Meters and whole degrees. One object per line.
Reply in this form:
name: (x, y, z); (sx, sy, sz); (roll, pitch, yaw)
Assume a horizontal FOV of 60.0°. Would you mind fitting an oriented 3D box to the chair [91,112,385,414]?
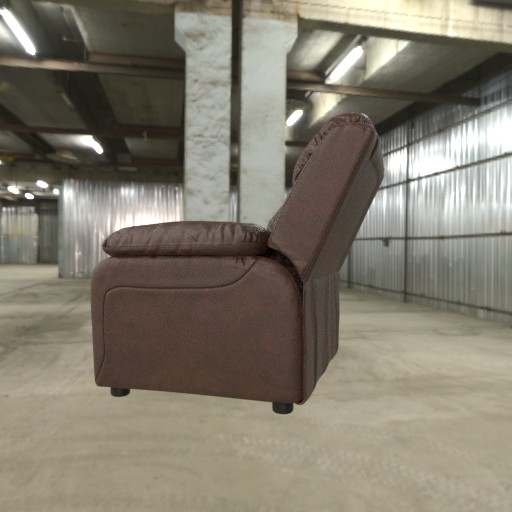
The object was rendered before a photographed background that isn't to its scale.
chair: (0.000, 0.000, 1.286); (0.707, 0.702, 0.680); (0, 1, 18)
